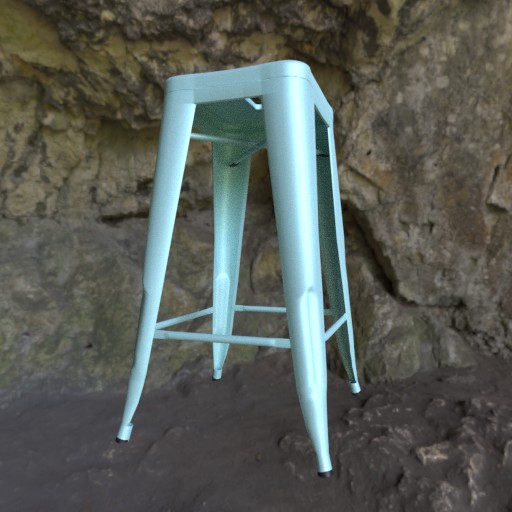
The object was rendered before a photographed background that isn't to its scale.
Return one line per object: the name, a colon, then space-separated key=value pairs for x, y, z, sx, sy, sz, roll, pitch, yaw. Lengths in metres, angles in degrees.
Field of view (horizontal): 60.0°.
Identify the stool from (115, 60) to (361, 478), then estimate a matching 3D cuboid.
stool: x=0.000 y=0.000 z=0.847 sx=0.359 sy=0.609 sz=0.399 roll=0 pitch=1 yaw=19
